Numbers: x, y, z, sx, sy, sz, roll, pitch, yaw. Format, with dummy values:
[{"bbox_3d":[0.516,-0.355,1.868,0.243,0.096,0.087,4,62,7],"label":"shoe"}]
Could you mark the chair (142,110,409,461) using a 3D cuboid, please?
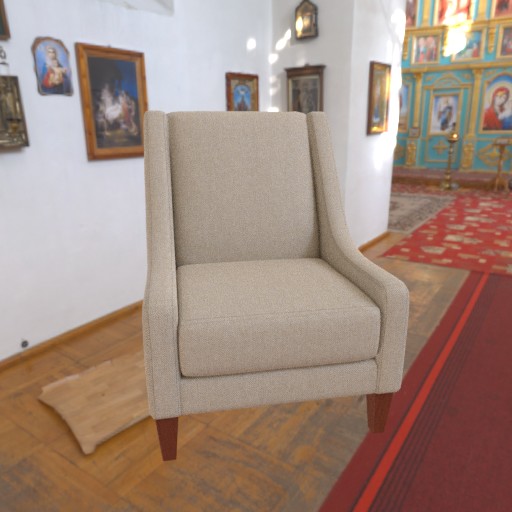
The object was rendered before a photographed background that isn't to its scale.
[{"bbox_3d":[0.000,0.000,1.586,0.774,1.014,0.870,-3,16,-10],"label":"chair"}]
